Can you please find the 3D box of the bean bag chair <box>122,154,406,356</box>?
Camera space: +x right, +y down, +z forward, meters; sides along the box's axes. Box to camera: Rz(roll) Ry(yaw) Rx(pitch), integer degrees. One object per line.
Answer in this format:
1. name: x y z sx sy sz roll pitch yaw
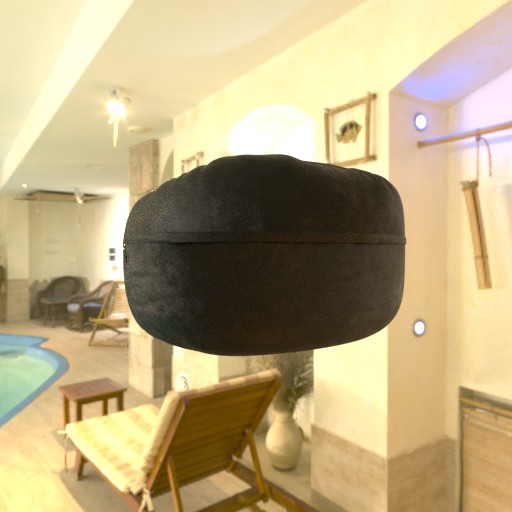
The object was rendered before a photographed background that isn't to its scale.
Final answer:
1. bean bag chair: 0.000 0.000 2.472 1.524 0.878 1.524 -1 1 -35
